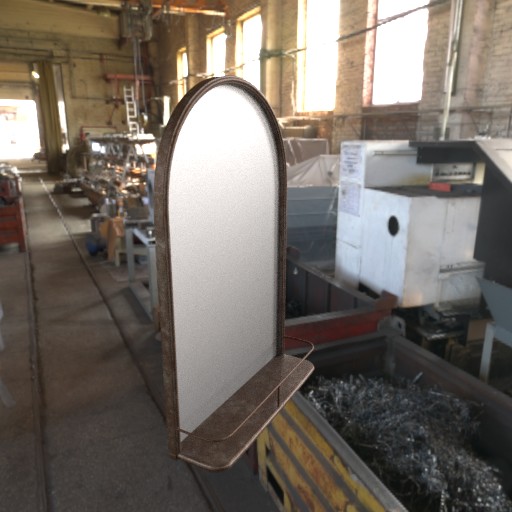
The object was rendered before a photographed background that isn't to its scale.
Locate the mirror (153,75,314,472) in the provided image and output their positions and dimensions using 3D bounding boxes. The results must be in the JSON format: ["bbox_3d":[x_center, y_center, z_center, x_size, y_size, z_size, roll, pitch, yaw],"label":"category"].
[{"bbox_3d":[0.000,0.000,1.009,0.137,0.770,0.510,8,17,28],"label":"mirror"}]
